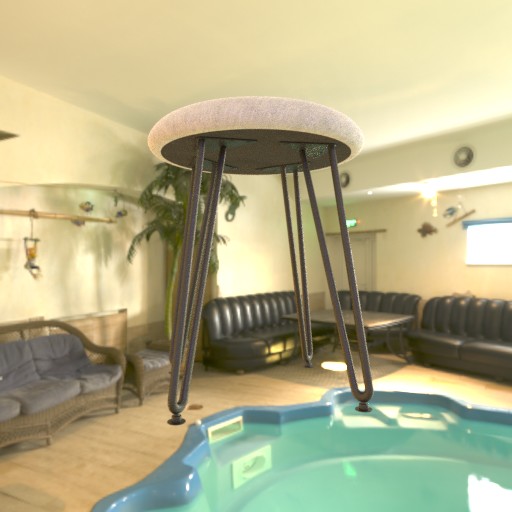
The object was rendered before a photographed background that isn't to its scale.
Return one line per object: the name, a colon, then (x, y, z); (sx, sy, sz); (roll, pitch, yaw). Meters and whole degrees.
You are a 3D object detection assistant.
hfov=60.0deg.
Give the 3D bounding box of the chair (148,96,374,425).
chair: (0.000, 0.000, 0.648); (0.350, 0.386, 0.350); (0, -1, 34)
